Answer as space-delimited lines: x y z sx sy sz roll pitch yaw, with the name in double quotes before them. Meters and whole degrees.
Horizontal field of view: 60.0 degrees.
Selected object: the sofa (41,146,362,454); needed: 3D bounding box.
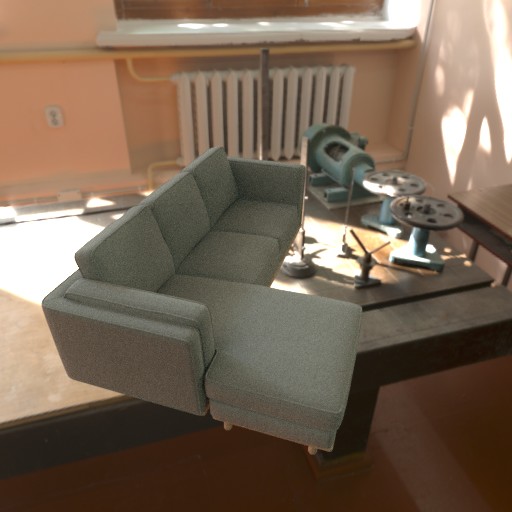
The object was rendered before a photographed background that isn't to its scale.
"sofa" 0.000 0.000 3.153 1.604 0.929 2.411 10 33 15
